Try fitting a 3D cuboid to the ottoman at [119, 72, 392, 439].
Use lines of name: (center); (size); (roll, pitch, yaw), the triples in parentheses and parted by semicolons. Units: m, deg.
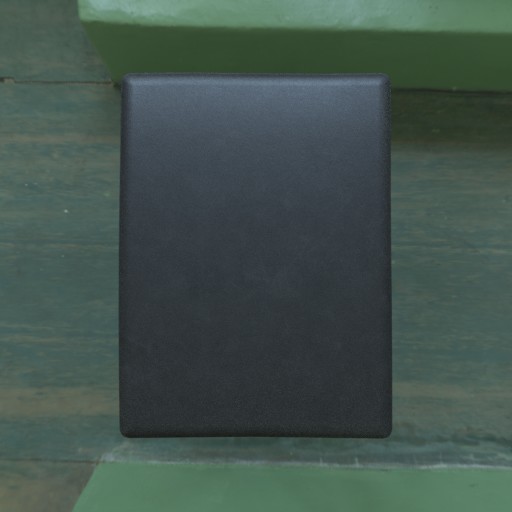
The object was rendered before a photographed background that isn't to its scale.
ottoman: (0.000, 0.000, 1.158); (0.590, 0.498, 0.795); (0, 89, 0)
